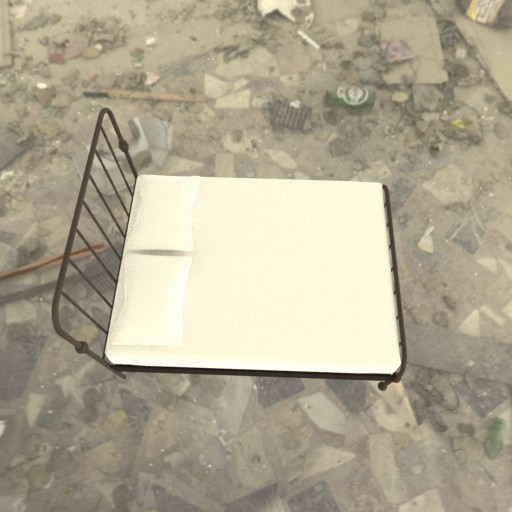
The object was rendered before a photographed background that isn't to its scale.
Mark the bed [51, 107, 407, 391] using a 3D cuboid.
[{"bbox_3d":[0.000,0.000,3.223,2.134,1.446,1.616,2,64,1],"label":"bed"}]
